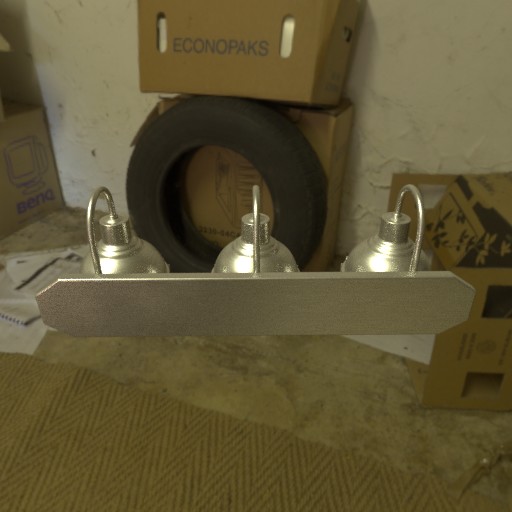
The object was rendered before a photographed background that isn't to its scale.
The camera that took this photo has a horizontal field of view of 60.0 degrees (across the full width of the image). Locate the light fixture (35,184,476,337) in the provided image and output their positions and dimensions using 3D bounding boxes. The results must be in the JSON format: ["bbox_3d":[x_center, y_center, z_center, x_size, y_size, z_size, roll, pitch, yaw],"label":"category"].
[{"bbox_3d":[0.000,0.000,0.735,0.634,0.254,0.229,0,30,-1],"label":"light fixture"}]
